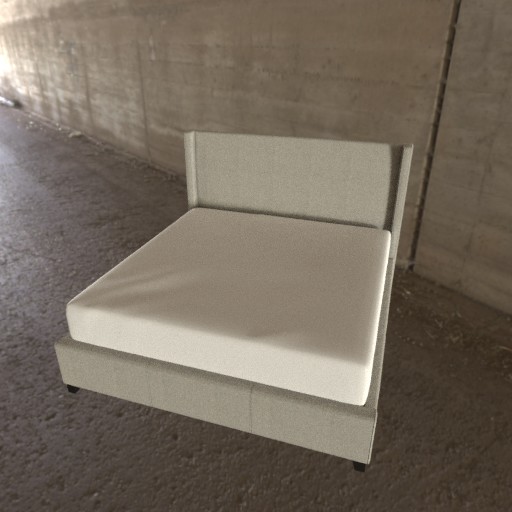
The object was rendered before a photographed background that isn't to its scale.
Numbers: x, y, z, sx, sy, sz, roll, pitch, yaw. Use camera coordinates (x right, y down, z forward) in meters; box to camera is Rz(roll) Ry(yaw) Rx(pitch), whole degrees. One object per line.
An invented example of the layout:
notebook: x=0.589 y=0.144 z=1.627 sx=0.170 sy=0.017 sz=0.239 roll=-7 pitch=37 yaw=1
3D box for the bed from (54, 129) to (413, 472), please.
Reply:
bed: x=0.000 y=0.000 z=3.523 sx=2.140 sy=1.470 sz=2.280 roll=8 pitch=27 yaw=16
